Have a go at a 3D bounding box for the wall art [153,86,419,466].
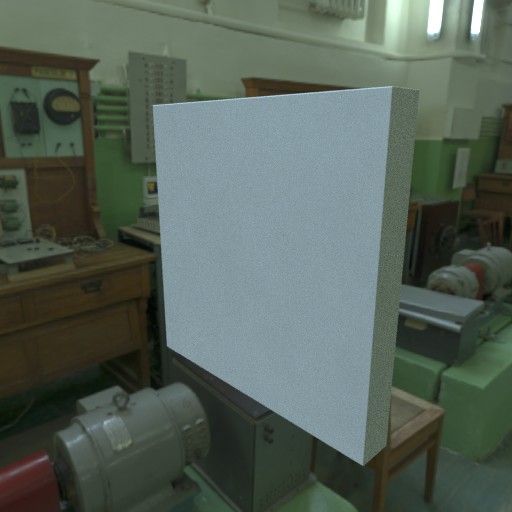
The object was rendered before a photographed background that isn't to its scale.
[{"bbox_3d":[0.000,0.000,0.457,0.038,0.305,0.305,-14,21,-42],"label":"wall art"}]
